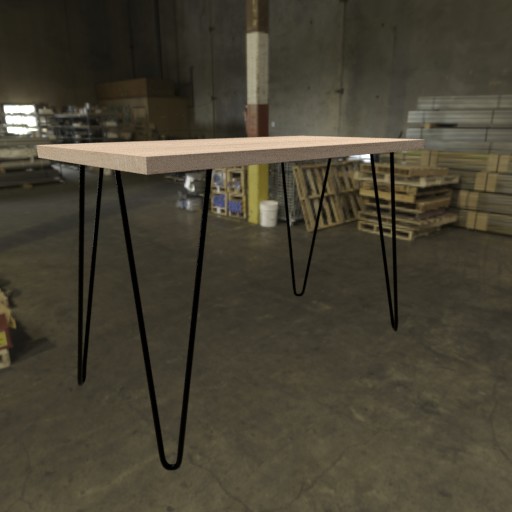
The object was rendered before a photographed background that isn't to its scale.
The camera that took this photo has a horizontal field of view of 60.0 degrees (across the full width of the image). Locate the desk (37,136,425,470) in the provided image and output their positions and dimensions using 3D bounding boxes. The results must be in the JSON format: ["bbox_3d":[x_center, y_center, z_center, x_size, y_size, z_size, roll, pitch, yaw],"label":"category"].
[{"bbox_3d":[0.000,0.000,1.324,0.991,0.660,0.499,-16,23,-42],"label":"desk"}]
